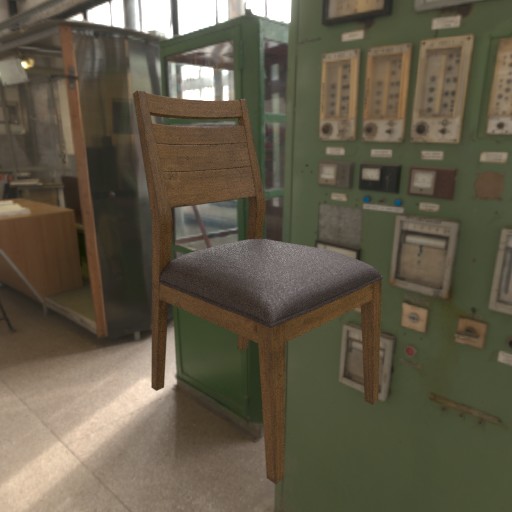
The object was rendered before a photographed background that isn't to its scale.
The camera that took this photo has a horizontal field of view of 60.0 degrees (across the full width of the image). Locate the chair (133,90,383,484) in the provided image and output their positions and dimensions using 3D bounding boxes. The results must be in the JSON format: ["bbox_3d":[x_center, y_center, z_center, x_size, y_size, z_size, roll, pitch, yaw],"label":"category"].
[{"bbox_3d":[0.000,0.000,1.329,0.610,0.939,0.501,14,20,42],"label":"chair"}]
